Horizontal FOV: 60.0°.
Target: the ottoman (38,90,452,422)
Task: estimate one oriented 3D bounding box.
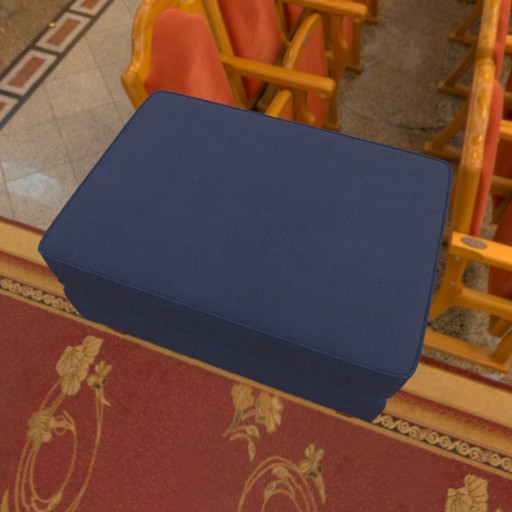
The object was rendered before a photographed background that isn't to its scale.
[{"bbox_3d":[0.000,0.000,1.390,0.965,0.584,0.686,17,60,10],"label":"ottoman"}]
